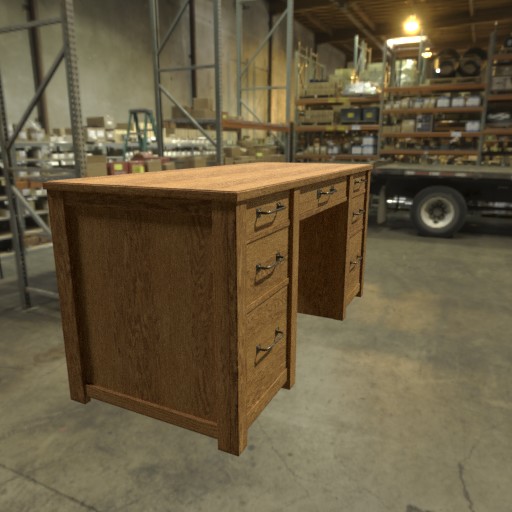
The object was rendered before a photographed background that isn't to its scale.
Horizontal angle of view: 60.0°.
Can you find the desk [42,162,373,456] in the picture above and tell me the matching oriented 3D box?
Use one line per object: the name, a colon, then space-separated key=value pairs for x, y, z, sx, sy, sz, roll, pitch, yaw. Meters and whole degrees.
desk: x=0.000 y=0.000 z=1.979 sx=0.685 sy=0.751 sz=1.567 roll=7 pitch=16 yaw=25
